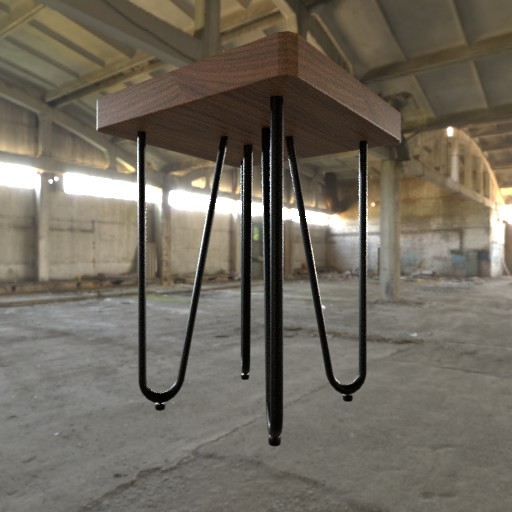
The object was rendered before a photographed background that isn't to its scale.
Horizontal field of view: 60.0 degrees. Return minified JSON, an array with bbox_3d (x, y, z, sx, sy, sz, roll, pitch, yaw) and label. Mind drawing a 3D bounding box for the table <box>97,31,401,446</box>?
[{"bbox_3d":[0.000,0.000,0.956,0.479,0.641,0.480,0,0,37],"label":"table"}]
